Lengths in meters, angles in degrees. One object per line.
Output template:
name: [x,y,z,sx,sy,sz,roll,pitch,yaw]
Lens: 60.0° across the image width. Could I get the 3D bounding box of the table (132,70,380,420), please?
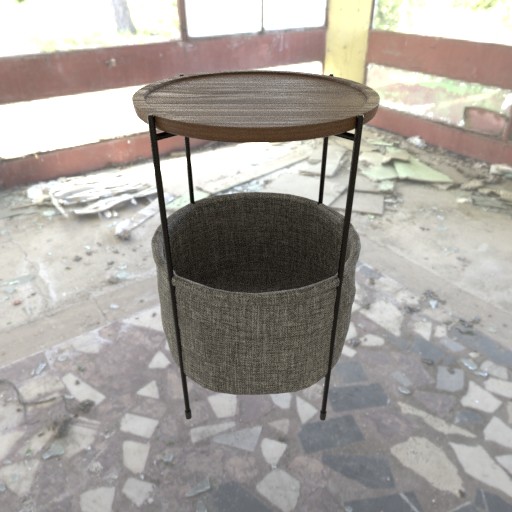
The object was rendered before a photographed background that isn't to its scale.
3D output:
table: [0.000,0.000,0.874,0.400,0.623,0.400,0,33,0]
